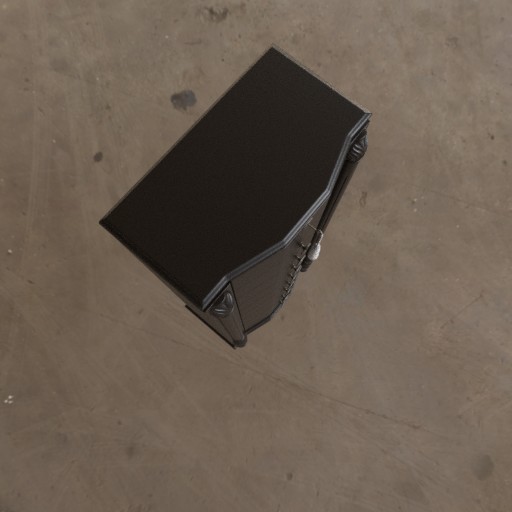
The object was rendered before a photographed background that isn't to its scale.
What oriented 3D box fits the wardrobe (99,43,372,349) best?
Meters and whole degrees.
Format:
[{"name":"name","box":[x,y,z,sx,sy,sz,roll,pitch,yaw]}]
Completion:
[{"name":"wardrobe","box":[0.000,0.000,1.188,0.295,1.011,0.444,39,79,9]}]
